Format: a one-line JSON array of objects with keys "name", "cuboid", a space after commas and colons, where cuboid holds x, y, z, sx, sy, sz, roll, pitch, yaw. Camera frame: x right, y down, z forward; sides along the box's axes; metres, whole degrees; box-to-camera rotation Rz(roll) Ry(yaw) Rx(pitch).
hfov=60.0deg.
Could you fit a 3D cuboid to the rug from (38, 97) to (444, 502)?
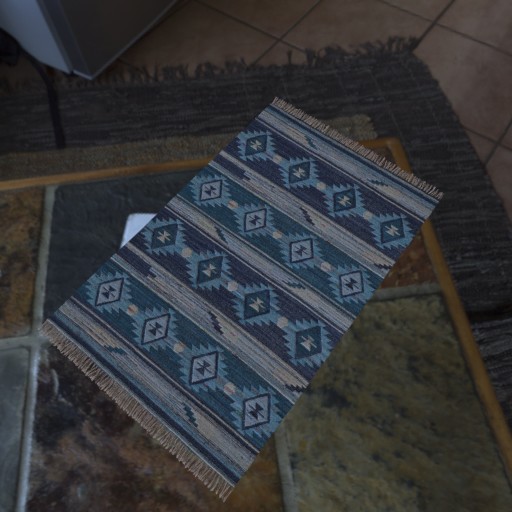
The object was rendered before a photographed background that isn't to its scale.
[{"name": "rug", "cuboid": [0.000, 0.000, 2.303, 1.181, 0.028, 1.936, 35, 69, 16]}]
